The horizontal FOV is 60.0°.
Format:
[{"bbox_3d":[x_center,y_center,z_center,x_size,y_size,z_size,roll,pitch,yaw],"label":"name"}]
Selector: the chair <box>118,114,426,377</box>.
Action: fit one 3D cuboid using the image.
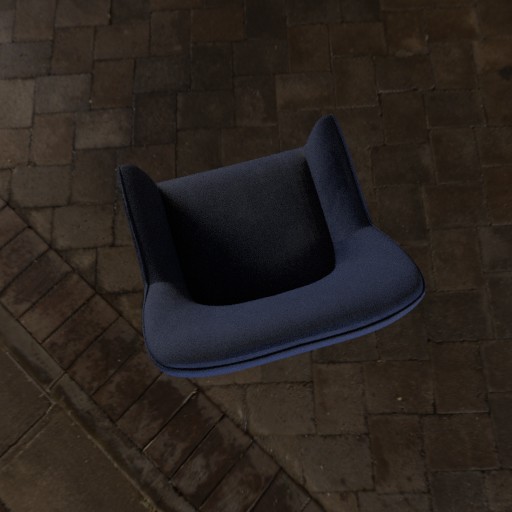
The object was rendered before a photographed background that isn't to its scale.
[{"bbox_3d":[0.000,0.000,1.237,0.600,0.820,0.600,-15,74,-4],"label":"chair"}]
